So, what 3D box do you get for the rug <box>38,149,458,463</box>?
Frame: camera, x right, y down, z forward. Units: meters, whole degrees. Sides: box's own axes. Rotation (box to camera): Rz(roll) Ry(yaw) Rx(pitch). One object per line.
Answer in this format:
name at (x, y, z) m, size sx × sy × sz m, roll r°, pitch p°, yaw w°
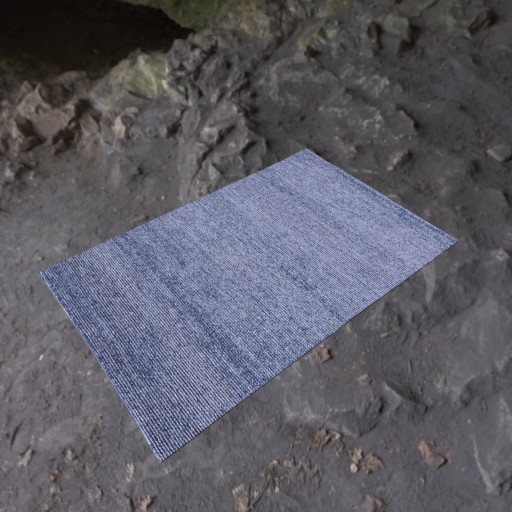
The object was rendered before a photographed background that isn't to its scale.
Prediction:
rug at (0.000, 0.000, 2.210) m, size 1.777 × 0.021 × 1.145 m, roll -30°, pitch 52°, yaw -26°
